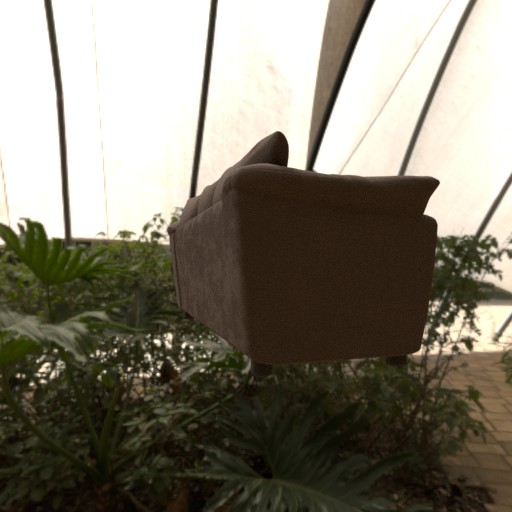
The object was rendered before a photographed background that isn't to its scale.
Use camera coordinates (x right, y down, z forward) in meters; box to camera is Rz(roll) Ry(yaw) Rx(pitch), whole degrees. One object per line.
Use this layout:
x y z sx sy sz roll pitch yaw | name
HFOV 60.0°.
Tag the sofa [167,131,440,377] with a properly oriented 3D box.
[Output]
0.000 0.000 2.763 0.893 0.981 2.377 0 -1 -17 | sofa
